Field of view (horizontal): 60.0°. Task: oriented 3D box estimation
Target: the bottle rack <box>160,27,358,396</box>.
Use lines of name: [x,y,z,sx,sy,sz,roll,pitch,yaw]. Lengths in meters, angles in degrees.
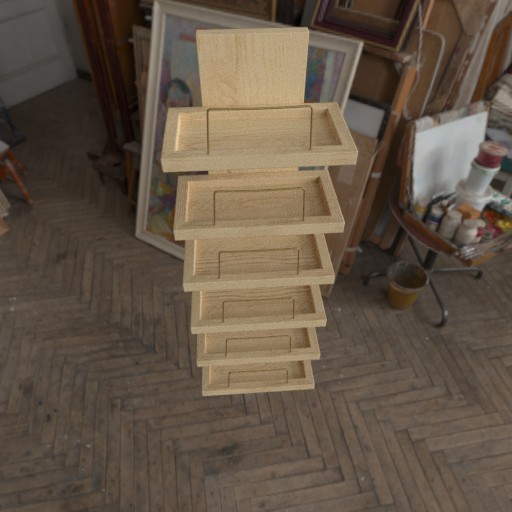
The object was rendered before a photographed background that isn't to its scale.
bottle rack: [0.000,0.000,1.052,0.330,0.943,0.206,-3,45,-3]
